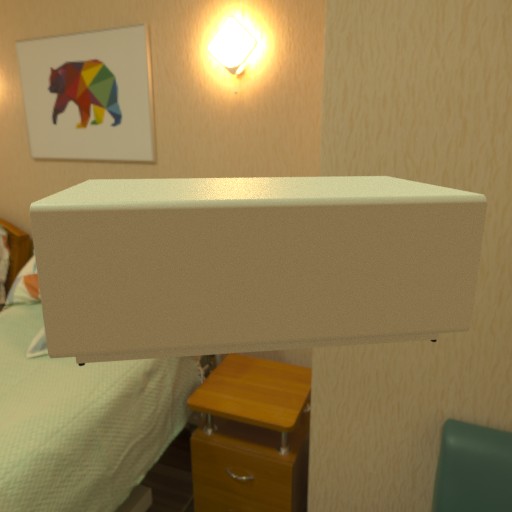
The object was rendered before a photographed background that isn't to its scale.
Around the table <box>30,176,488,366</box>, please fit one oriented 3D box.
[{"bbox_3d":[0.000,0.000,1.405,1.097,0.442,0.639,-2,15,-8],"label":"table"}]
